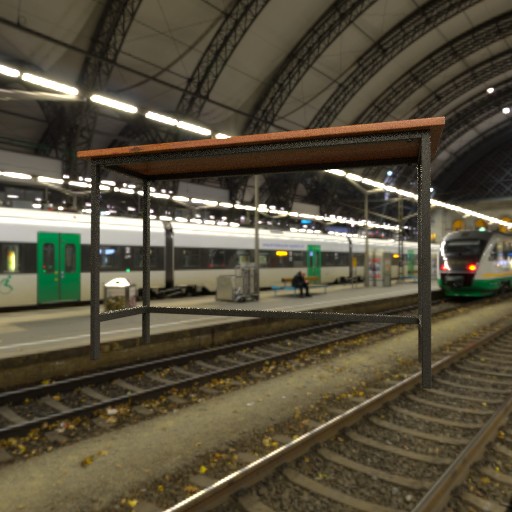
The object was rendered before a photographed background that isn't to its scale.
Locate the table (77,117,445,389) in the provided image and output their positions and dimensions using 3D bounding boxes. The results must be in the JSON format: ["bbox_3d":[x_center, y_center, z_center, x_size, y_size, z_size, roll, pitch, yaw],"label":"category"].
[{"bbox_3d":[0.000,0.000,1.569,1.204,0.740,0.408,0,-1,19],"label":"table"}]
